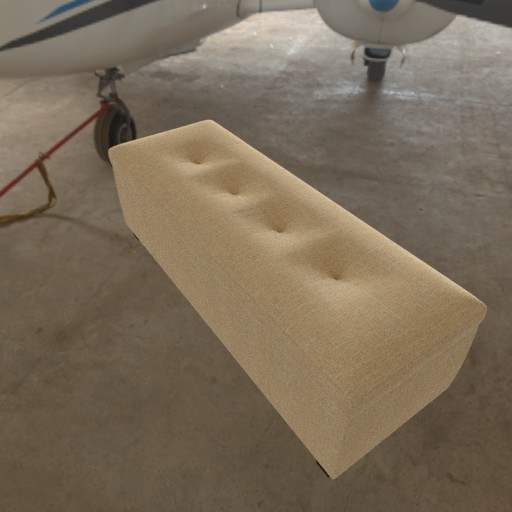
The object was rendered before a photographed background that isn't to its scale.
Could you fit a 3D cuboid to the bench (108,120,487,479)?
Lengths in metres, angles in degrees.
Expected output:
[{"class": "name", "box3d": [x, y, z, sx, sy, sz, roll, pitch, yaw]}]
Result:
[{"class": "bench", "box3d": [0.000, 0.000, 1.381, 0.432, 0.406, 1.219, -25, 47, -26]}]
